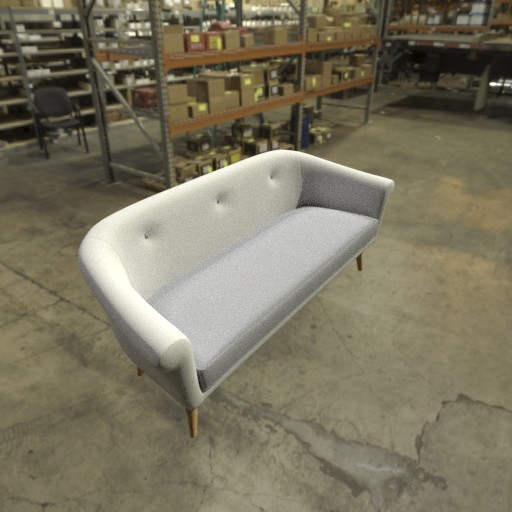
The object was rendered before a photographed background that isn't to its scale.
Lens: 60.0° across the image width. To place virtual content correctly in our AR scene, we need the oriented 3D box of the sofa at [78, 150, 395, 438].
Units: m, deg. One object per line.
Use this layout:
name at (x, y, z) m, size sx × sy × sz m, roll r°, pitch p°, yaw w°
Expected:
sofa at (0.000, 0.000, 2.542) m, size 0.827 × 0.795 × 2.160 m, roll 19°, pitch 34°, yaw 31°
